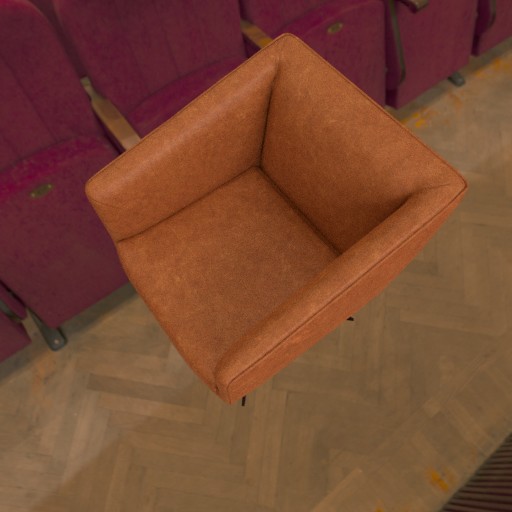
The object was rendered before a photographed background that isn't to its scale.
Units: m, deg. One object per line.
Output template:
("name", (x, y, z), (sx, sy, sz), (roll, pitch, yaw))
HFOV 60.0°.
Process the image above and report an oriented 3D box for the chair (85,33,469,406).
("chair", (0.000, 0.000, 1.208), (0.625, 0.760, 0.588), (-34, 68, -16))
